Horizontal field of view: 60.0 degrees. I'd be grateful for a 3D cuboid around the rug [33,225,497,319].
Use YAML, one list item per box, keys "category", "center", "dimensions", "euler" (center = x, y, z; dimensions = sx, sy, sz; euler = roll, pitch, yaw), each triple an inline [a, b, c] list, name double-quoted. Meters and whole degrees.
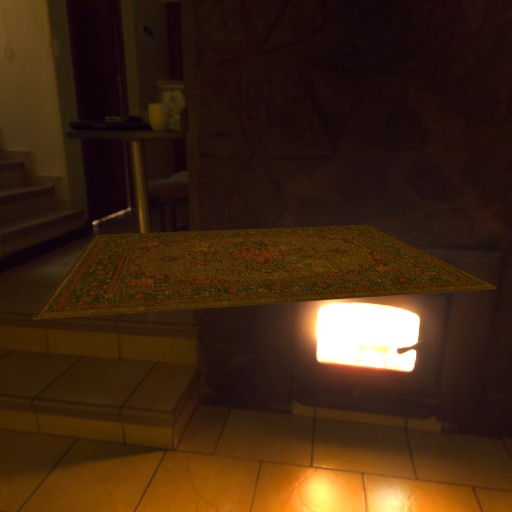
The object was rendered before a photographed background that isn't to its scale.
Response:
- category: "rug"
  center: [0.000, 0.000, 2.827]
  dimensions: [2.214, 0.013, 1.609]
  euler: [-3, 16, -10]
